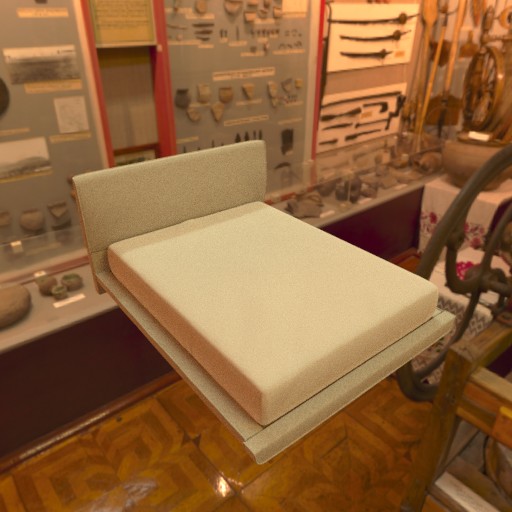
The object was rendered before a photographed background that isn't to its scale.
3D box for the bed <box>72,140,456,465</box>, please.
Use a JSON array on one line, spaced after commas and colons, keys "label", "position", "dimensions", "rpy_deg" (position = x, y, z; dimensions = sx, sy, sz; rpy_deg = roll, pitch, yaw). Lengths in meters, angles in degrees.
[{"label": "bed", "position": [0.000, 0.000, 3.574], "dimensions": [1.980, 1.126, 2.498], "rpy_deg": [-21, 35, -33]}]
